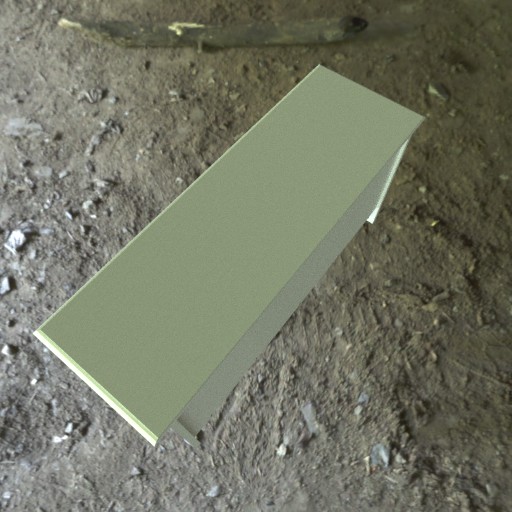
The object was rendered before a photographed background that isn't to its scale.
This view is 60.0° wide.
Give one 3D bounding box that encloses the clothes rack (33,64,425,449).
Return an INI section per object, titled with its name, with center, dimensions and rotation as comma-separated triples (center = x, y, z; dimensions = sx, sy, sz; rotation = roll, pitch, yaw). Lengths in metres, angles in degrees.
[clothes rack]
center = 0.000, 0.000, 1.463
dimensions = 0.405, 0.558, 1.218
rotation = 35, 67, 17
